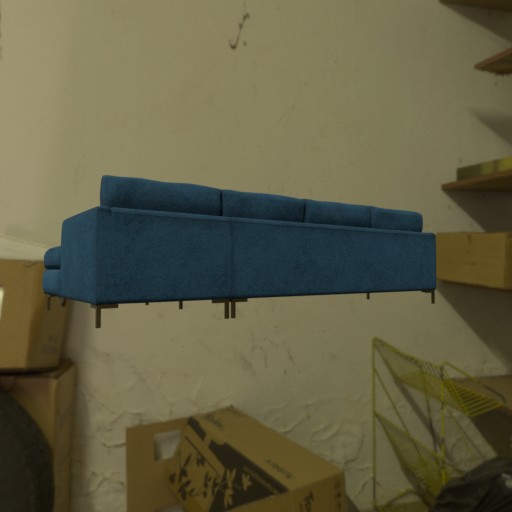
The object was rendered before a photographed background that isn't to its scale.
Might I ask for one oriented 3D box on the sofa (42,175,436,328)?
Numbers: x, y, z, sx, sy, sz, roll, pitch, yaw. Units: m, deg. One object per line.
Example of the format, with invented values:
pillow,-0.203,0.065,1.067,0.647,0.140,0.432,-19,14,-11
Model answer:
sofa,0.000,0.000,3.560,2.932,0.810,1.350,1,-2,-35
